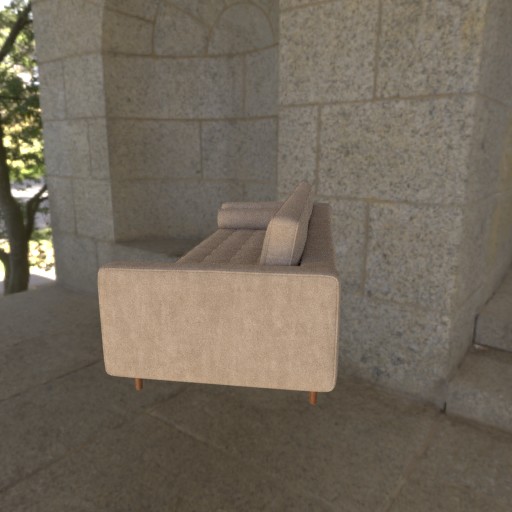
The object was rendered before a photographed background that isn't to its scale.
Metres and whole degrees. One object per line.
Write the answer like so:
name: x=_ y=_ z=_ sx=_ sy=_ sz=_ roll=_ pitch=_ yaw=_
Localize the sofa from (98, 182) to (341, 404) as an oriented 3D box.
sofa: x=0.000 y=0.000 z=2.662 sx=0.919 sy=0.770 sz=2.200 roll=2 pitch=13 yaw=8
